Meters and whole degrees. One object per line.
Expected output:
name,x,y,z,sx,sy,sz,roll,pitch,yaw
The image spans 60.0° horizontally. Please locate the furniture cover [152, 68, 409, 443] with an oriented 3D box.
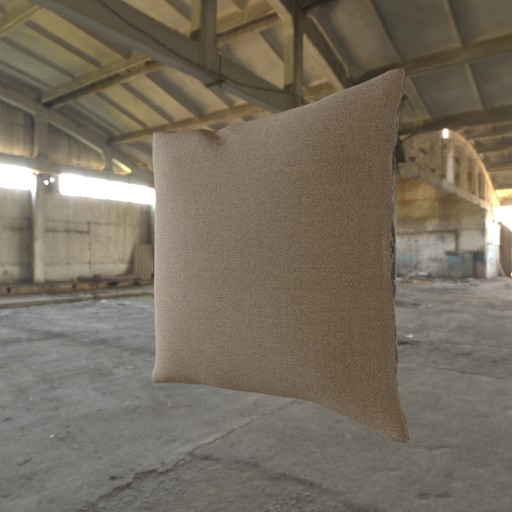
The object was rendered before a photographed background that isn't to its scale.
furniture cover,0.000,0.000,0.634,0.431,0.431,0.139,0,0,36
